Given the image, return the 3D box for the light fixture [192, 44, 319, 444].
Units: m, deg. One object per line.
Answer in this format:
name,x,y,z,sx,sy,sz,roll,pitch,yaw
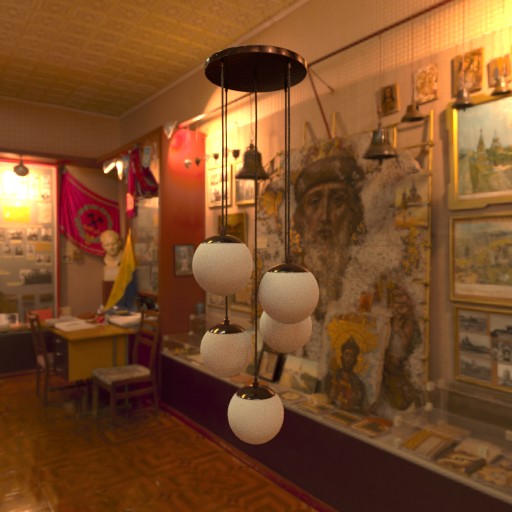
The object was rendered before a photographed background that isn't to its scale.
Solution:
light fixture,0.000,0.000,1.511,0.489,1.271,0.484,-1,1,-35
